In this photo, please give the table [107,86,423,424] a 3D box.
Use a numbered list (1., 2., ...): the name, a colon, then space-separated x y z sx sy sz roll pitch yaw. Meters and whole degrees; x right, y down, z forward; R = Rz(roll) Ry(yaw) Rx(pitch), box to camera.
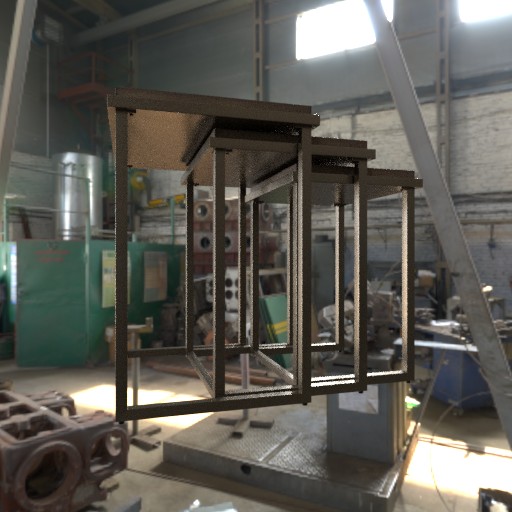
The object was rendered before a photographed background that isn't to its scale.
1. table: 0.000 0.000 1.144 0.706 0.610 0.559 0 0 -16
